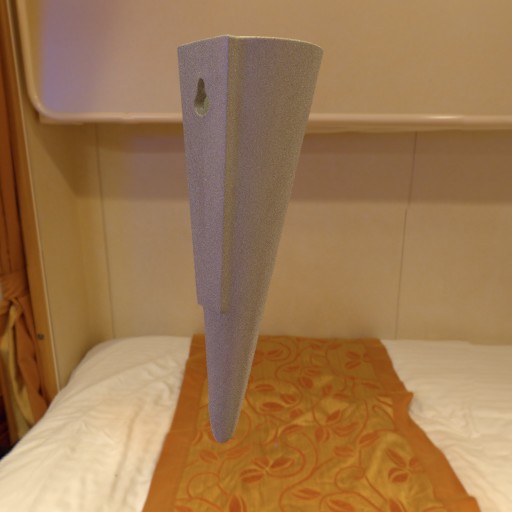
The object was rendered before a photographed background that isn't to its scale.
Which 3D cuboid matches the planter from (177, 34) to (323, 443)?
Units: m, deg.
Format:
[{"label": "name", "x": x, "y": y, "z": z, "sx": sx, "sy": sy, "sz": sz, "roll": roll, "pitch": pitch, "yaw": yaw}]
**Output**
[{"label": "planter", "x": 0.000, "y": 0.000, "z": 0.224, "sx": 0.064, "sy": 0.191, "sz": 0.057, "roll": -15, "pitch": 21, "yaw": -43}]
